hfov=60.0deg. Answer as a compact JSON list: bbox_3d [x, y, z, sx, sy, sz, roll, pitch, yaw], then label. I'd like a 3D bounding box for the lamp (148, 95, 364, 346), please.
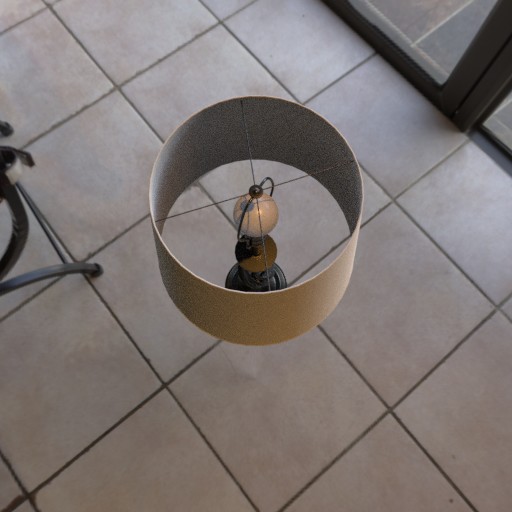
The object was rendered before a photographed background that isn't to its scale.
[{"bbox_3d":[0.000,0.000,0.806,0.331,0.594,0.331,0,74,0],"label":"lamp"}]
